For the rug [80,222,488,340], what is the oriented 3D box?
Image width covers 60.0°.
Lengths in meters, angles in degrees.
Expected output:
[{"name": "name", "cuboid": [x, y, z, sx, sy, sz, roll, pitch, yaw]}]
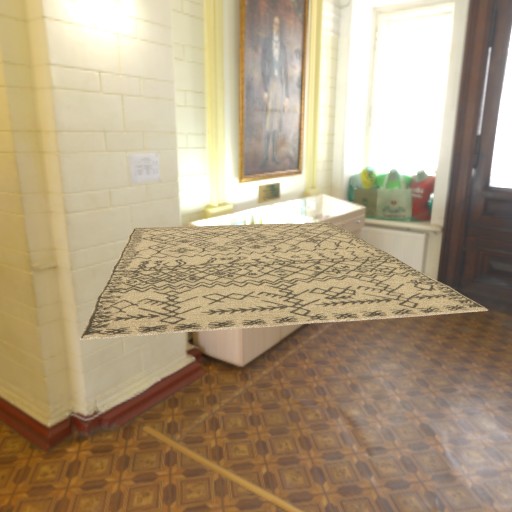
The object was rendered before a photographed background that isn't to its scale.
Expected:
[{"name": "rug", "cuboid": [0.000, 0.000, 3.215, 1.964, 0.025, 2.455, -3, 15, -9]}]
